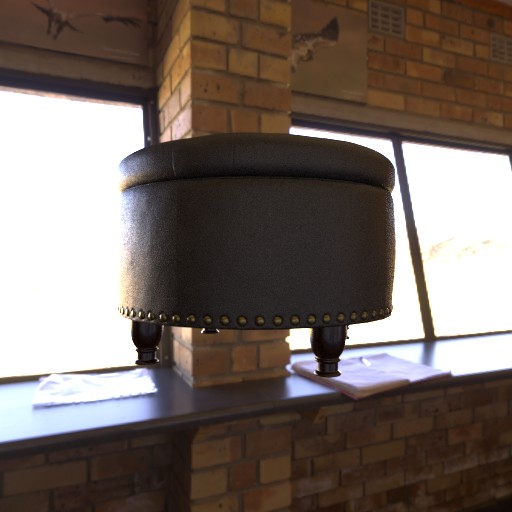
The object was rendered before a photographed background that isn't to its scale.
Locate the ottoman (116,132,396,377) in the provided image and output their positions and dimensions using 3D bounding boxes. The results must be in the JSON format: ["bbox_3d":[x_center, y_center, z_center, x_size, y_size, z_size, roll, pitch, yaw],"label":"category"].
[{"bbox_3d":[0.000,0.000,1.056,0.637,0.442,0.637,0,0,0],"label":"ottoman"}]
